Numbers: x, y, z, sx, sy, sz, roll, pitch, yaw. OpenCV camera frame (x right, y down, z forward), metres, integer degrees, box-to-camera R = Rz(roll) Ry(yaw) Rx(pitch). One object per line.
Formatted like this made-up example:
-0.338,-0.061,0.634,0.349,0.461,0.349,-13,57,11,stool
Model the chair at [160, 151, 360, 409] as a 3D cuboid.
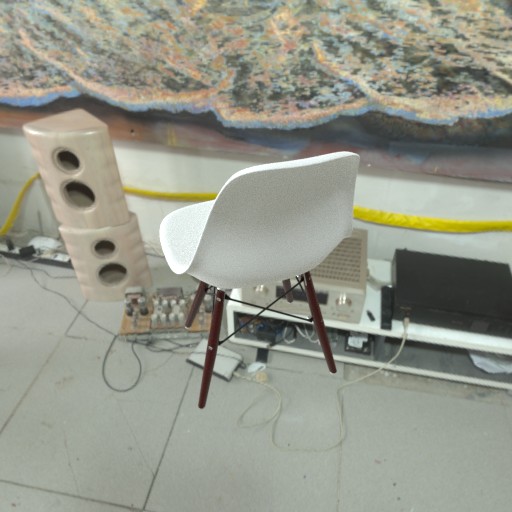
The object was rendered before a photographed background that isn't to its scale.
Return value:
0.000,0.000,1.184,0.470,0.826,0.533,-12,42,-14,chair
